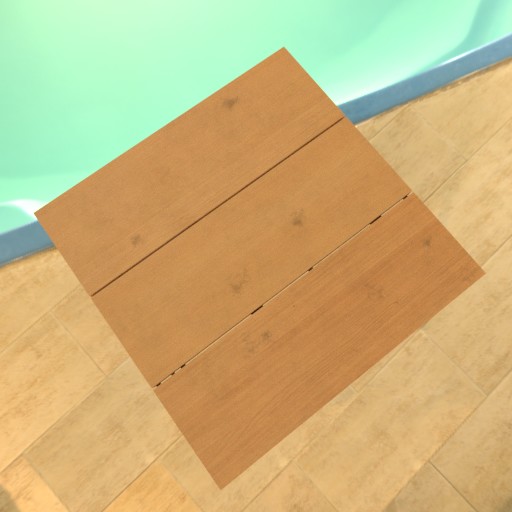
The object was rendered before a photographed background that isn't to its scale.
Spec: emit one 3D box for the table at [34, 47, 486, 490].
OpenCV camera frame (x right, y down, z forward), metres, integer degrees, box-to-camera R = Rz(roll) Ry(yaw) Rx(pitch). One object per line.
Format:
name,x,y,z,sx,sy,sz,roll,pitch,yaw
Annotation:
table,0.000,0.000,1.702,1.100,0.400,1.100,-36,79,-8
